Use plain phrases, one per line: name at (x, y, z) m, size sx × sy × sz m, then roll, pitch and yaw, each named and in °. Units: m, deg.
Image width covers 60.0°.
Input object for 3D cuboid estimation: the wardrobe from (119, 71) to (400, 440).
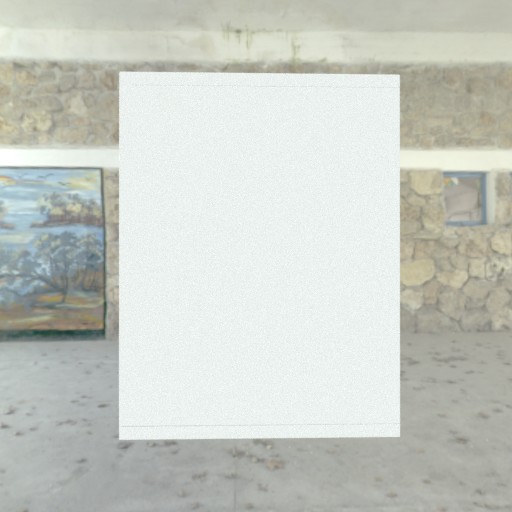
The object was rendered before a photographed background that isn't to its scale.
wardrobe at (0.000, 0.000, 0.880) m, size 0.400 × 0.520 × 0.500 m, roll 0°, pitch 0°, yaw -2°
